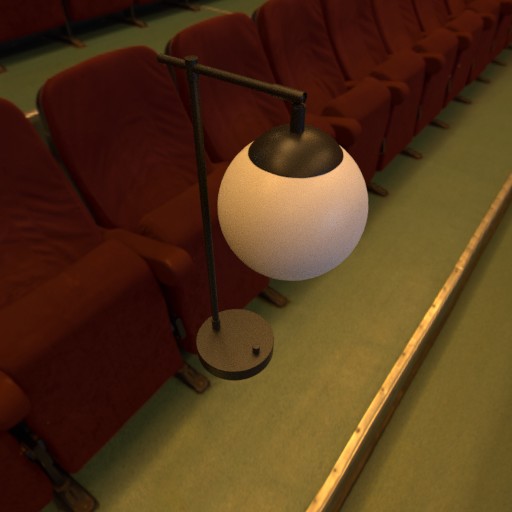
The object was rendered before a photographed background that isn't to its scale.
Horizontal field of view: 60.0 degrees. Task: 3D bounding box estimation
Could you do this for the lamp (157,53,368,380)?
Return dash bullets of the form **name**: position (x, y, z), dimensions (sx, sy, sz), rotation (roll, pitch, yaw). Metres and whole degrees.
- **lamp**: position (0.000, 0.000, 0.696), dimensions (0.316, 0.559, 0.197), rotation (26, 48, 26)
